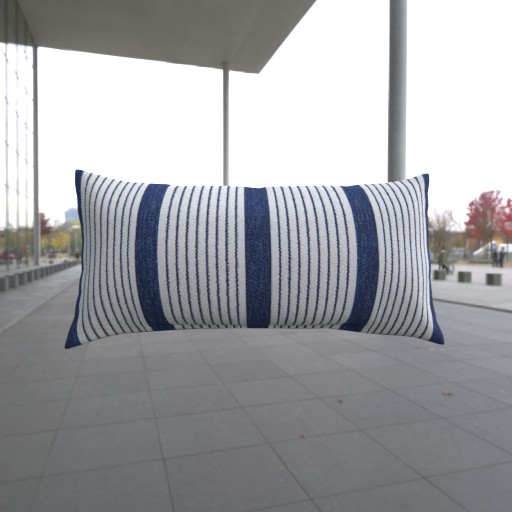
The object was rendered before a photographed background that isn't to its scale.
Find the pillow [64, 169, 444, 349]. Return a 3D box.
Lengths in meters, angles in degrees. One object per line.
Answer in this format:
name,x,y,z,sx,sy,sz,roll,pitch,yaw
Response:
pillow,0.000,0.000,0.729,0.608,0.292,0.156,0,1,-2
